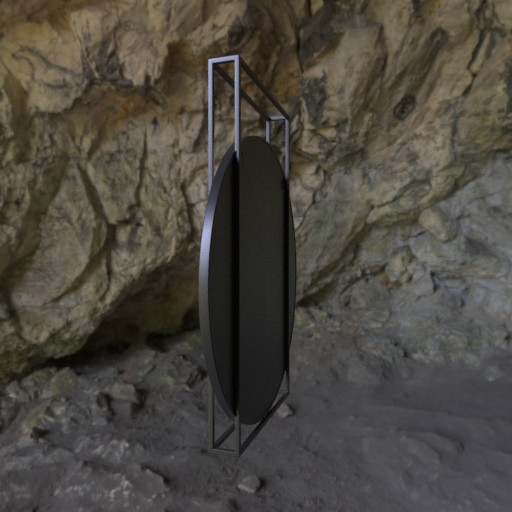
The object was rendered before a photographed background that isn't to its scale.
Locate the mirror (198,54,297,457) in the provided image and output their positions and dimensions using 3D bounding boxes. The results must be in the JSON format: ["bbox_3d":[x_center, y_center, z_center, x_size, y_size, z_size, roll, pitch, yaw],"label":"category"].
[{"bbox_3d":[0.000,0.000,0.820,0.051,0.603,0.508,0,0,18],"label":"mirror"}]
